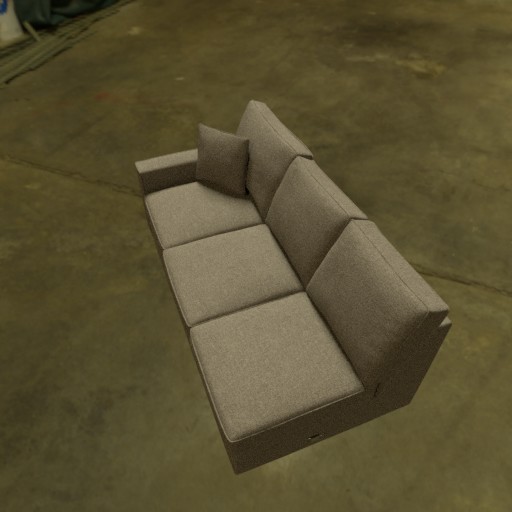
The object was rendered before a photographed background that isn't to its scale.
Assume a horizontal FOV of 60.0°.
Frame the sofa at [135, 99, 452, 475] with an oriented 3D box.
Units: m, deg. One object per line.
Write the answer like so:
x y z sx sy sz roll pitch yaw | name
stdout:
0.000 0.000 2.567 1.034 0.946 1.963 -16 47 -15 | sofa
